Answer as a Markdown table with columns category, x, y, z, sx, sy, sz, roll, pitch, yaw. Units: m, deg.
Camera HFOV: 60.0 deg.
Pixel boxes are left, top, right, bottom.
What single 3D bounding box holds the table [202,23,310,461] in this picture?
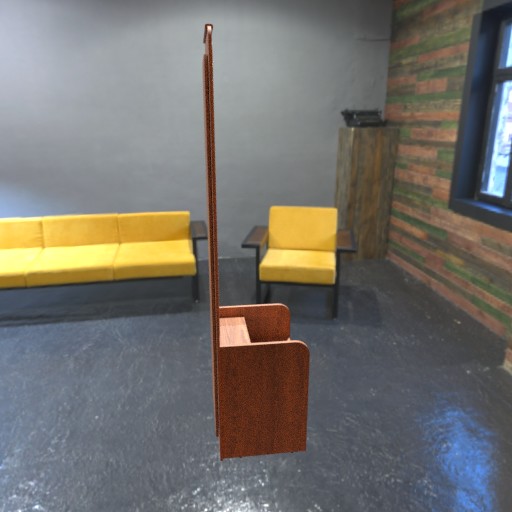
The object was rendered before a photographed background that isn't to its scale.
| category | x | y | z | sx | sy | sz | roll | pitch | yaw |
| --- | --- | --- | --- | --- | --- | --- | --- | --- | --- |
| table | 0.000 | 0.000 | 2.010 | 0.420 | 1.830 | 0.450 | -2 | 17 | -7 |
